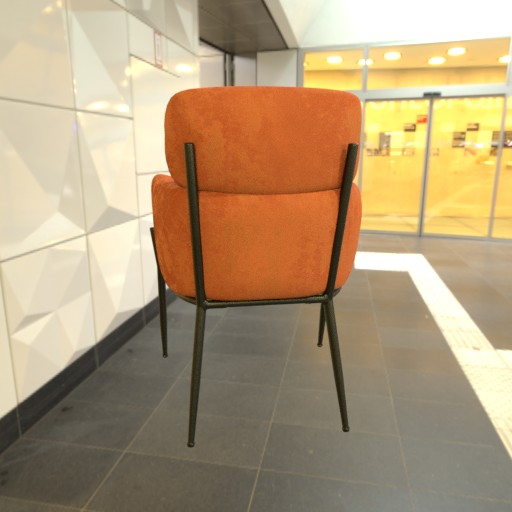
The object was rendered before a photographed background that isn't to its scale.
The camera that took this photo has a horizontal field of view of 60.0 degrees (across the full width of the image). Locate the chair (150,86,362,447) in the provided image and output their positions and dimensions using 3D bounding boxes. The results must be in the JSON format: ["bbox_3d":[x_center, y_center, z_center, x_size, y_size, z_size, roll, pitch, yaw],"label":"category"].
[{"bbox_3d":[0.000,0.000,1.154,0.561,0.772,0.523,-2,13,-9],"label":"chair"}]
